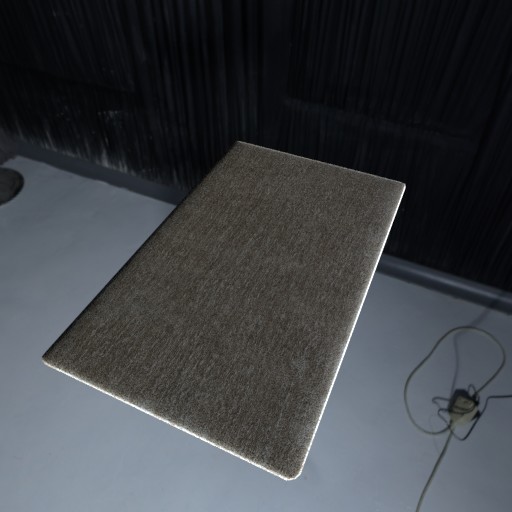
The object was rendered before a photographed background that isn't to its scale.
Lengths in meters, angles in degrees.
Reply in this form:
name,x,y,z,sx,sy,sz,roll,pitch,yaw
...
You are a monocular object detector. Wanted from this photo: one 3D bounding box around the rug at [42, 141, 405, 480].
name,x,y,z,sx,sy,sz,roll,pitch,yaw
rug,0.000,0.000,3.020,1.539,0.024,2.469,18,49,17
